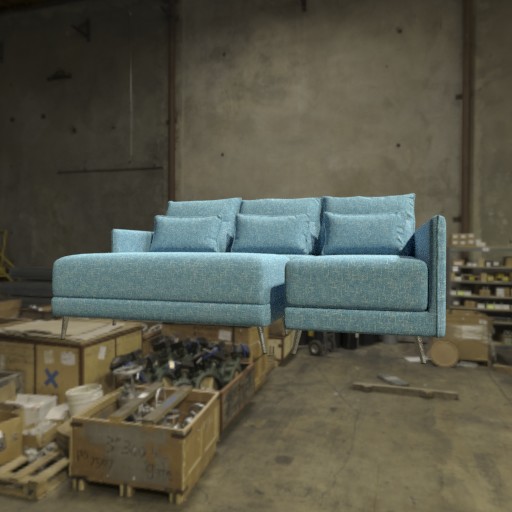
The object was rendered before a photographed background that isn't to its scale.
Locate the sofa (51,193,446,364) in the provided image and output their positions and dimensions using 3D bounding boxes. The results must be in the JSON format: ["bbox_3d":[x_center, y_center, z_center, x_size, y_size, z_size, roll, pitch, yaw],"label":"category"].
[{"bbox_3d":[0.000,0.000,2.754,2.034,0.899,1.420,0,1,17],"label":"sofa"}]
